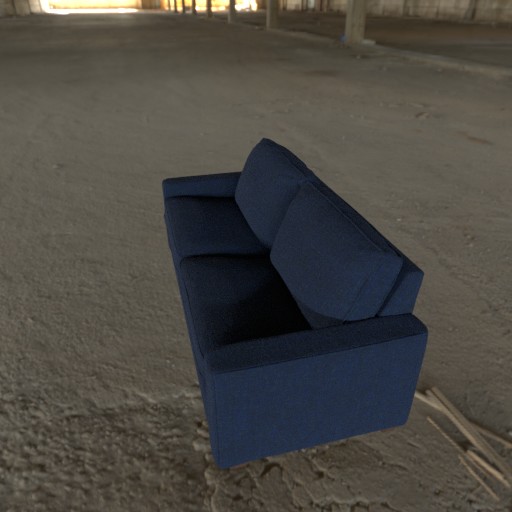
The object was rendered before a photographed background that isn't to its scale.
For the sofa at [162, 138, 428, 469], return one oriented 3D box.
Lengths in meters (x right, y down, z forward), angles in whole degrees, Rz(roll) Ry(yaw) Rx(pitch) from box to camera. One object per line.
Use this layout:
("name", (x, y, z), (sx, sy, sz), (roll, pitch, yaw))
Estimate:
("sofa", (0.000, 0.000, 2.595), (0.940, 0.919, 2.080), (-8, 31, -13))
